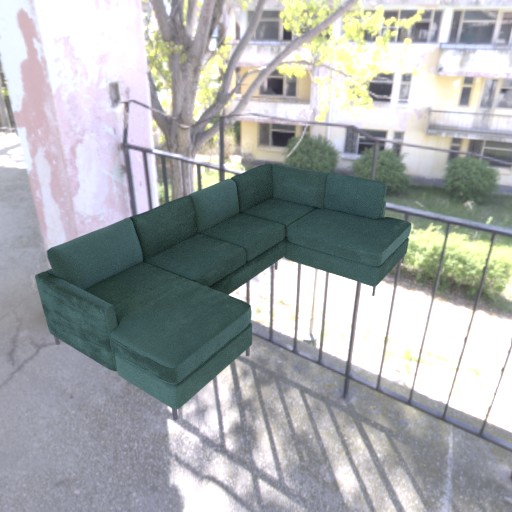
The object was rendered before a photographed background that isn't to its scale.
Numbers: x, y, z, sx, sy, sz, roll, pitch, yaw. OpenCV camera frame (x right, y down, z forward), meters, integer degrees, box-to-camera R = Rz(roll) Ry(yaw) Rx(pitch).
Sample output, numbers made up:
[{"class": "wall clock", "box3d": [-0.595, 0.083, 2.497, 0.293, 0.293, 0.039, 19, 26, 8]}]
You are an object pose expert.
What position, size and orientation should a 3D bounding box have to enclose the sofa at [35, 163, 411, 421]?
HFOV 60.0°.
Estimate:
[{"class": "sofa", "box3d": [0.000, 0.000, 4.442, 2.055, 0.992, 3.434, 18, 32, 31]}]
